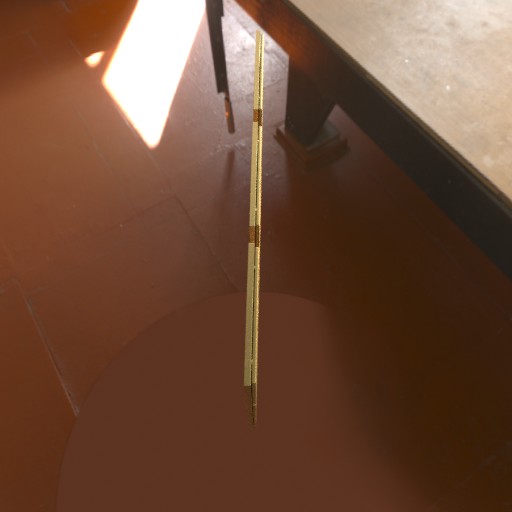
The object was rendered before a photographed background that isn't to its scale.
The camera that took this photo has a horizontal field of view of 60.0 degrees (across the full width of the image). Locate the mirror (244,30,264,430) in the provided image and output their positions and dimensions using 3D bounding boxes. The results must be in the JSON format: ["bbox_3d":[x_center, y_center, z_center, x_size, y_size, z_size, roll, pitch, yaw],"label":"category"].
[{"bbox_3d":[0.000,0.000,1.484,0.023,0.926,1.011,1,64,1],"label":"mirror"}]
